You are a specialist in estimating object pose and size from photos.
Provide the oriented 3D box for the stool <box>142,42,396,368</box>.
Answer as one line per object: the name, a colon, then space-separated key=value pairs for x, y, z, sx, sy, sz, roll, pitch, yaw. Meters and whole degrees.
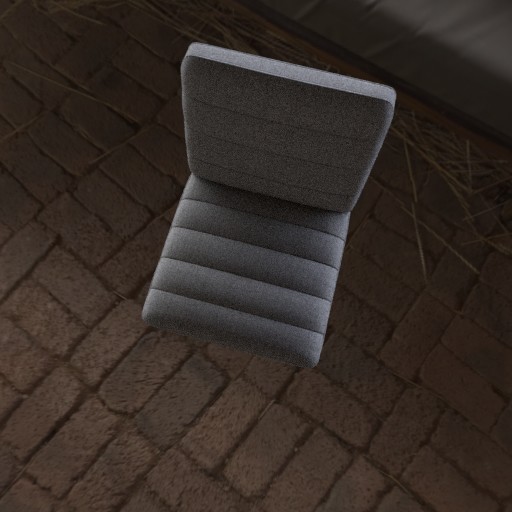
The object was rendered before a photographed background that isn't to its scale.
stool: x=0.000 y=0.000 z=1.325 sx=0.459 sy=1.034 sz=0.571 roll=15 pitch=76 yaw=4
